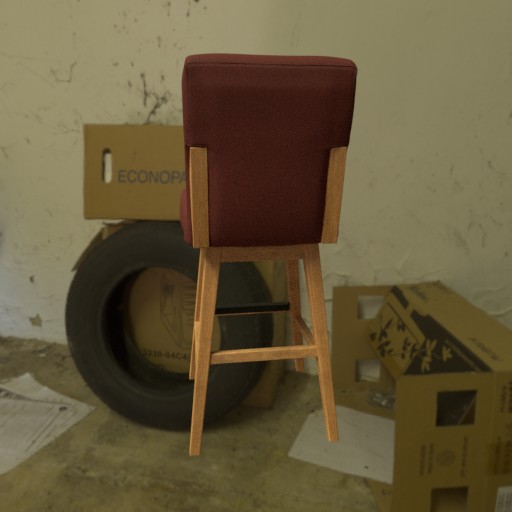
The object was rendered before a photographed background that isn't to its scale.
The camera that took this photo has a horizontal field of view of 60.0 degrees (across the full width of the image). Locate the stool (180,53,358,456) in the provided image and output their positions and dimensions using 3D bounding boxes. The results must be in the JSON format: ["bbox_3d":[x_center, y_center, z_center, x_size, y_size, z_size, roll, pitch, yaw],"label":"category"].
[{"bbox_3d":[0.000,0.000,1.401,0.468,1.093,0.562,-2,15,-8],"label":"stool"}]
